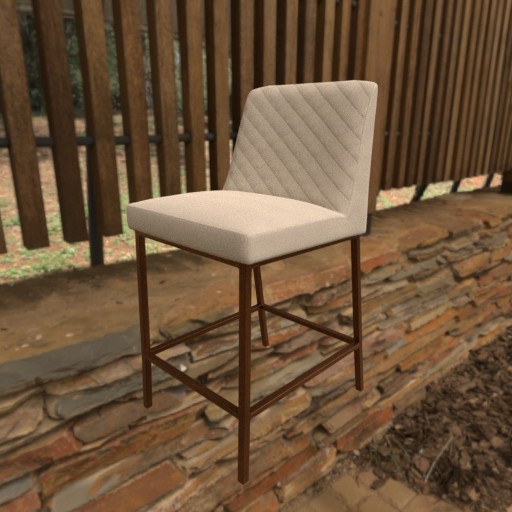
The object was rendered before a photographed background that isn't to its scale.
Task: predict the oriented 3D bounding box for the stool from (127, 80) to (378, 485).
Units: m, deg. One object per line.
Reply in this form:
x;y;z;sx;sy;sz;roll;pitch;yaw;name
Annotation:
0.000;0.000;1.305;0.507;0.973;0.576;16;24;42;stool
